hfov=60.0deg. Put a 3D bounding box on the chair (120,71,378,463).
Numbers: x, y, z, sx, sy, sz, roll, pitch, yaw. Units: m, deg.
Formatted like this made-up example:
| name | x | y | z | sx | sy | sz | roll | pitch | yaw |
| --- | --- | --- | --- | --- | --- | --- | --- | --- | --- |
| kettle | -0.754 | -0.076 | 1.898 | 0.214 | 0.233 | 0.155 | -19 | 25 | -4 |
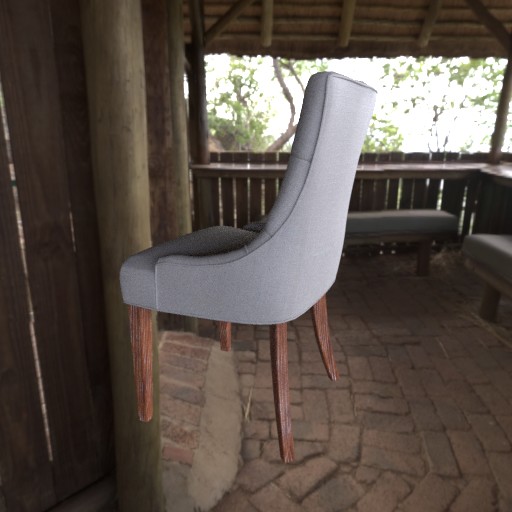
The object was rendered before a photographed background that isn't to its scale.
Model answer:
| name | x | y | z | sx | sy | sz | roll | pitch | yaw |
| --- | --- | --- | --- | --- | --- | --- | --- | --- | --- |
| chair | 0.000 | 0.000 | 1.204 | 0.565 | 0.874 | 0.509 | 7 | 17 | 25 |
